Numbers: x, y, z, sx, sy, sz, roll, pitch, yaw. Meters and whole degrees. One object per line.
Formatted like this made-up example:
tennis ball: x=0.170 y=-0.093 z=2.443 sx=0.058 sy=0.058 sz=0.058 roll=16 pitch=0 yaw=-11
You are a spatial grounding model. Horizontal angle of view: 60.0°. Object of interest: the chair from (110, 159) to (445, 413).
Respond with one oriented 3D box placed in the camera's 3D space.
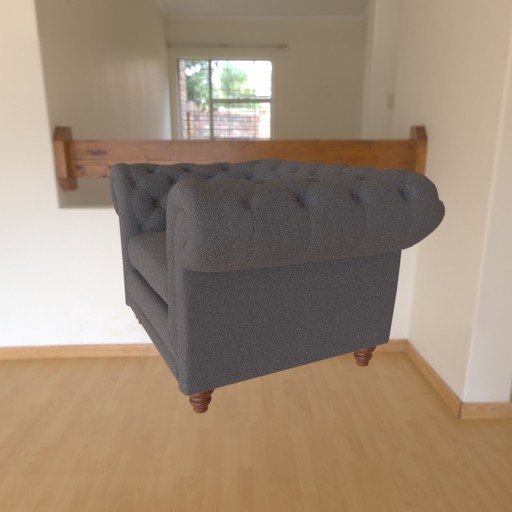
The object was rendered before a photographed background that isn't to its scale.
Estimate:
chair: x=0.000 y=0.000 z=1.903 sx=0.976 sy=0.770 sz=1.270 roll=-7 pitch=16 yaw=-26
